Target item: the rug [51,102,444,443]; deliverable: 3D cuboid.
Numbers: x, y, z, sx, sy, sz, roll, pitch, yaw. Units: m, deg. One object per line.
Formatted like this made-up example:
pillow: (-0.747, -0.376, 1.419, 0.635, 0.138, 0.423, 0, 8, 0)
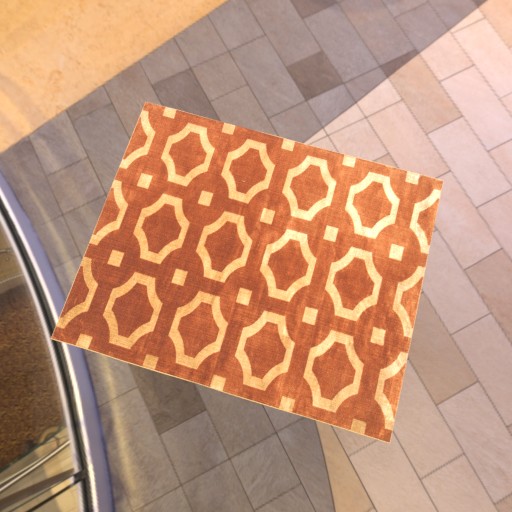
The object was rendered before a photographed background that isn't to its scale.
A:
rug: (0.000, 0.000, 4.084, 3.049, 0.021, 2.466, 16, 76, 4)
